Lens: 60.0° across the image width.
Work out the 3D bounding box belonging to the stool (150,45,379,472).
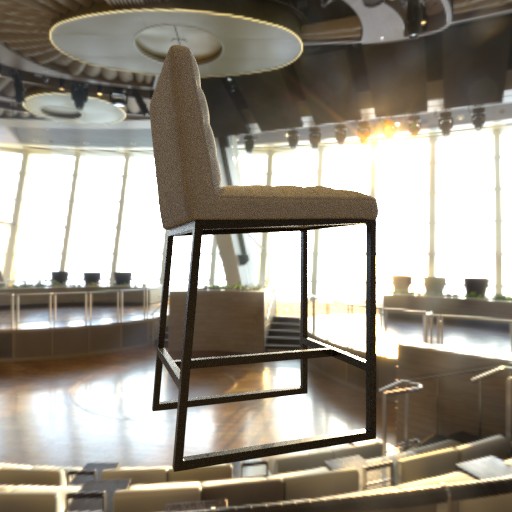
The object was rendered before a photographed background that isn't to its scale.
[{"bbox_3d":[0.000,0.000,1.292,0.567,0.971,0.459,0,0,-20],"label":"stool"}]
